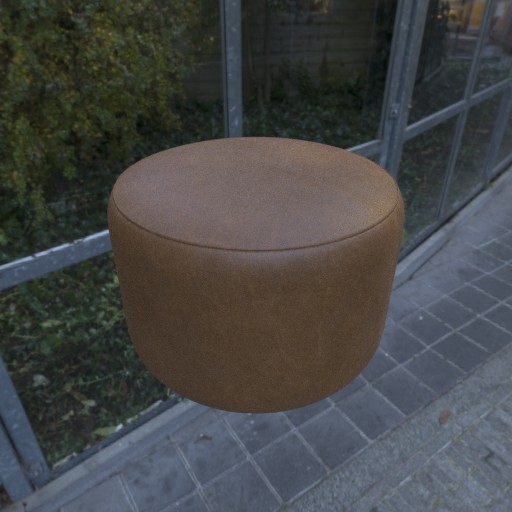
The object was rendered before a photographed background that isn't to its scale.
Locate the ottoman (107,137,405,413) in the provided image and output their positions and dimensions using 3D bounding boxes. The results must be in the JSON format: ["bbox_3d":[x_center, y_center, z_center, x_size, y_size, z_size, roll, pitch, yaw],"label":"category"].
[{"bbox_3d":[0.000,0.000,1.010,0.607,0.438,0.607,0,31,0],"label":"ottoman"}]
